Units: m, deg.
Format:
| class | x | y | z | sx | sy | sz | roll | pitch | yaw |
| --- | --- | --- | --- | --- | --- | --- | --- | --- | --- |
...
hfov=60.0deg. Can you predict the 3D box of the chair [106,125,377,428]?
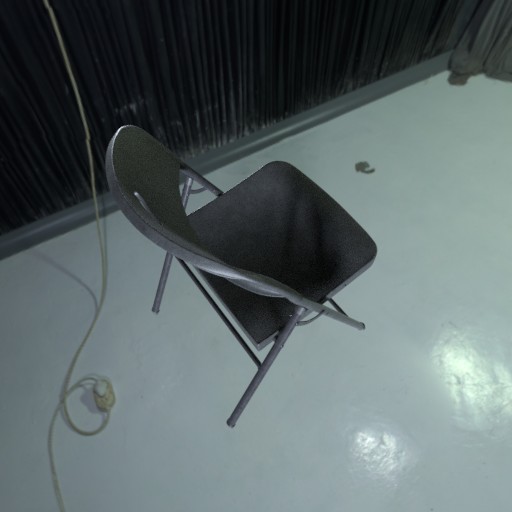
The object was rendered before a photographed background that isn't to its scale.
| class | x | y | z | sx | sy | sz | roll | pitch | yaw |
| --- | --- | --- | --- | --- | --- | --- | --- | --- | --- |
| chair | 0.000 | 0.000 | 1.181 | 0.566 | 0.810 | 0.494 | -31 | 62 | -19 |
